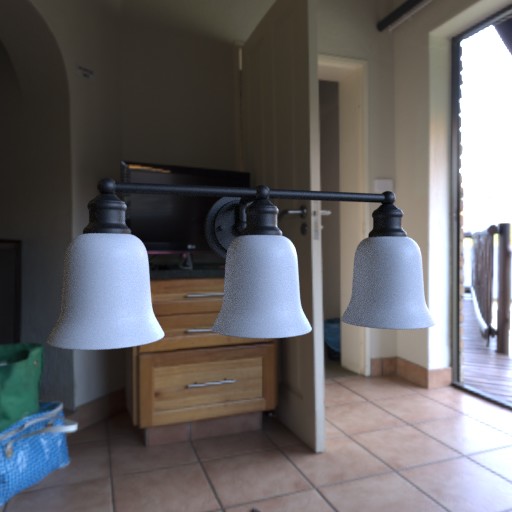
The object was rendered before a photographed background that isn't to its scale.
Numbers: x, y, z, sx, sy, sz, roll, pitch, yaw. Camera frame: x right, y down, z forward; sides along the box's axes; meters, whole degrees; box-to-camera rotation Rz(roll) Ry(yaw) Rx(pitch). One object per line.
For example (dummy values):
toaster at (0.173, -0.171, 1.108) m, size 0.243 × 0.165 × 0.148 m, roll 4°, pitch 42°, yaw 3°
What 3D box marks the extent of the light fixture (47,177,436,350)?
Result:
light fixture at (0.000, 0.000, 0.669) m, size 0.570 × 0.211 × 0.198 m, roll 0°, pitch 1°, yaw -18°
